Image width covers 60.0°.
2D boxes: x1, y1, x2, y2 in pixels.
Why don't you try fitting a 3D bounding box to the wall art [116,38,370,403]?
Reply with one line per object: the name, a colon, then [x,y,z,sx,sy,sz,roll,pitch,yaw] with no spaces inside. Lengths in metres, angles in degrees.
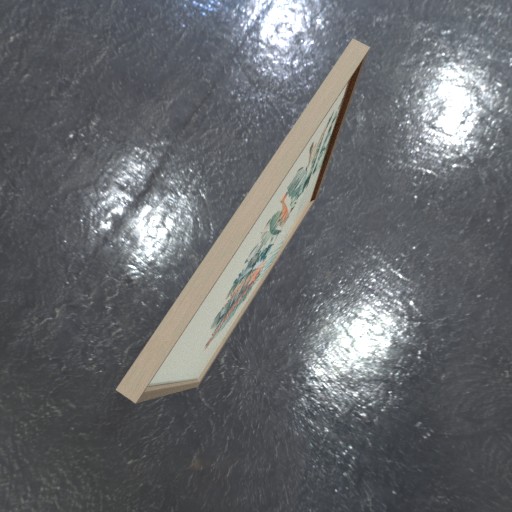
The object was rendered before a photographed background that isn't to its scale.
wall art: [0.000,0.000,1.134,0.038,0.758,0.761,31,78,8]
